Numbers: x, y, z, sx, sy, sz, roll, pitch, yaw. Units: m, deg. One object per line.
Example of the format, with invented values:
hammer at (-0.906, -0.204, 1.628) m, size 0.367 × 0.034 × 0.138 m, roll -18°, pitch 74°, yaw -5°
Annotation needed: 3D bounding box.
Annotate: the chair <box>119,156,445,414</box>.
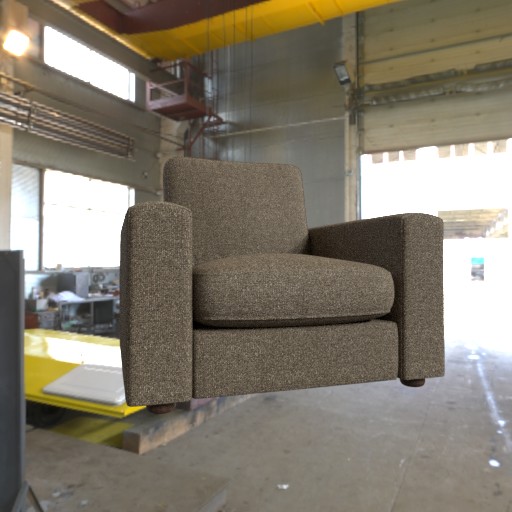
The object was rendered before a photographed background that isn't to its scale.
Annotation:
chair at (0.000, 0.000, 1.733) m, size 1.005 × 0.873 × 1.016 m, roll 0°, pitch -1°, yaw -18°
